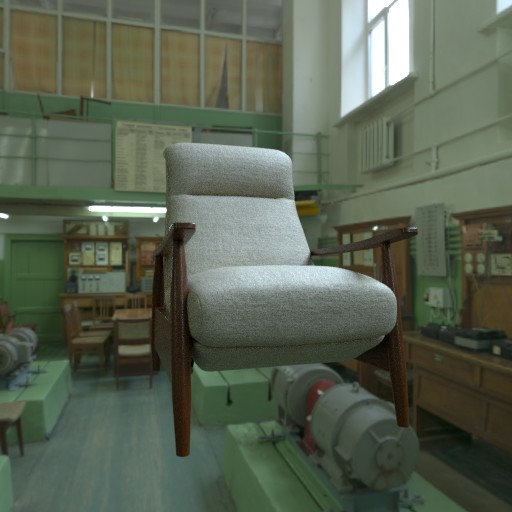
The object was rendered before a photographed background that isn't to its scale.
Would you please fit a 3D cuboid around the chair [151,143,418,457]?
[{"bbox_3d":[0.000,0.000,1.755,0.762,1.082,1.014,0,0,-17],"label":"chair"}]
